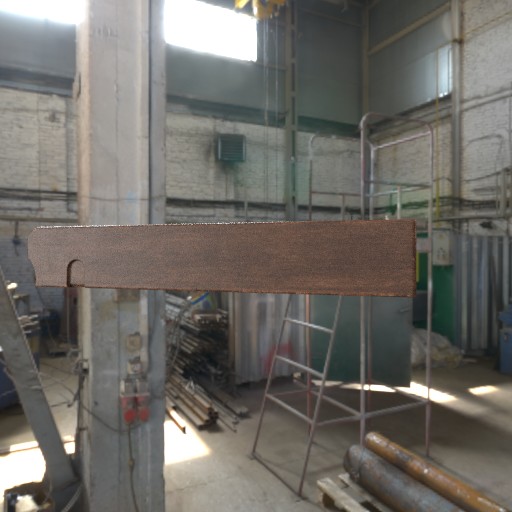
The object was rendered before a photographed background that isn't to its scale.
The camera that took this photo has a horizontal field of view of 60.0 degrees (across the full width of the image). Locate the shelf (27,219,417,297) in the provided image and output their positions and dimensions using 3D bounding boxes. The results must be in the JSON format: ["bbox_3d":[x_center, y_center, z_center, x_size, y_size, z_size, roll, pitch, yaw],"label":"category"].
[{"bbox_3d":[0.000,0.000,0.475,0.310,0.050,0.310,0,0,17],"label":"shelf"}]
